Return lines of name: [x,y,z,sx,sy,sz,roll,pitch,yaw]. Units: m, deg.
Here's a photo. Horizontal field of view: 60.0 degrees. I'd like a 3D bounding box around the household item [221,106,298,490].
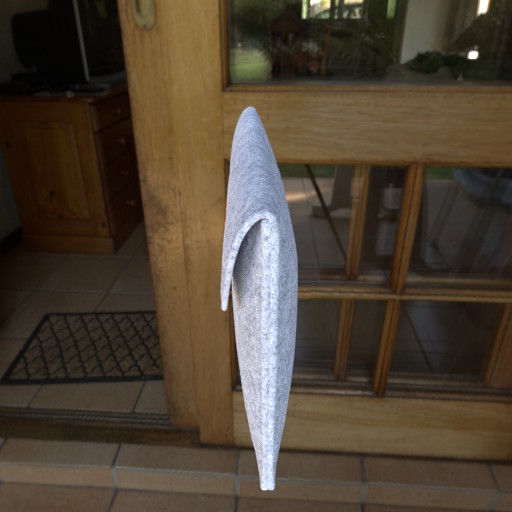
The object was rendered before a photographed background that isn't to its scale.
household item: [0.000,0.000,0.419,0.057,0.221,0.335,-1,27,-2]
